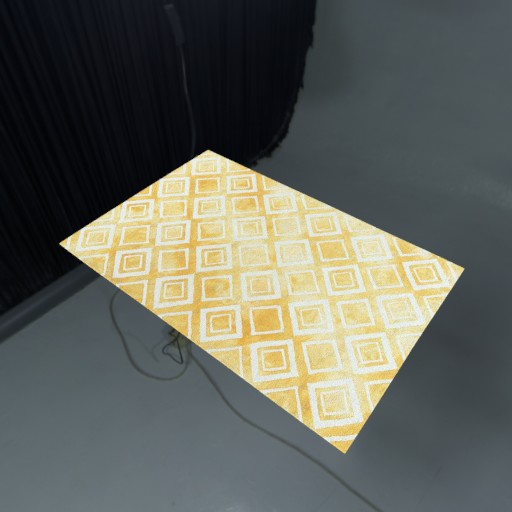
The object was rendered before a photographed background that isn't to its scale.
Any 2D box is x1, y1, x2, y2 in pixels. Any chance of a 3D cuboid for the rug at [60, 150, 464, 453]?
[{"bbox_3d":[0.000,0.000,2.392,1.829,0.010,1.213,30,53,26],"label":"rug"}]
